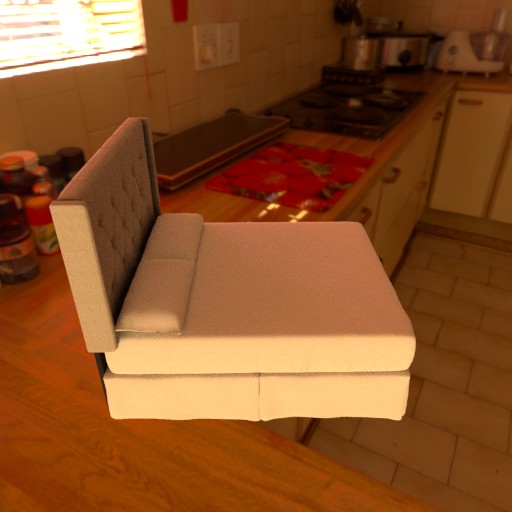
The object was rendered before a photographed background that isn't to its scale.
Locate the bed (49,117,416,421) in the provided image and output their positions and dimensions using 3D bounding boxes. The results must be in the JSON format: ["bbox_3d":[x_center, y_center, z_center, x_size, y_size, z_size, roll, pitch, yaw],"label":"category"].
[{"bbox_3d":[0.000,0.000,3.317,2.066,1.665,1.719,0,31,-1],"label":"bed"}]
